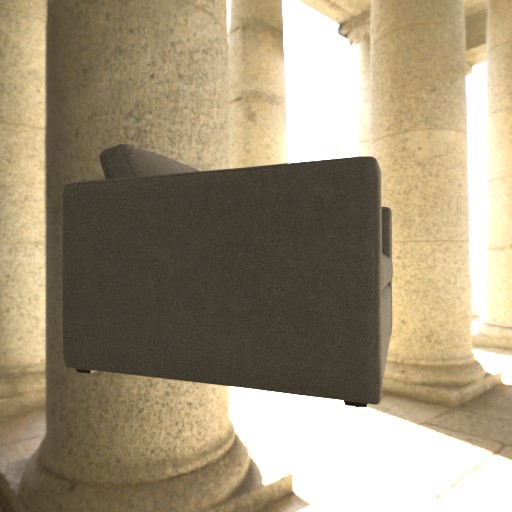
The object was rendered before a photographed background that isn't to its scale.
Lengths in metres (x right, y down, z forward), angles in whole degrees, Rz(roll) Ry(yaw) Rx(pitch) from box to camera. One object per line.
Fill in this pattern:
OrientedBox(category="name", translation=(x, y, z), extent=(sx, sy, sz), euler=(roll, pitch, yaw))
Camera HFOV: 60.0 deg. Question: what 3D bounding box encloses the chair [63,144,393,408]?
OrientedBox(category="chair", translation=(0.000, 0.000, 1.843), extent=(1.091, 0.845, 1.190), euler=(0, -1, 18))
